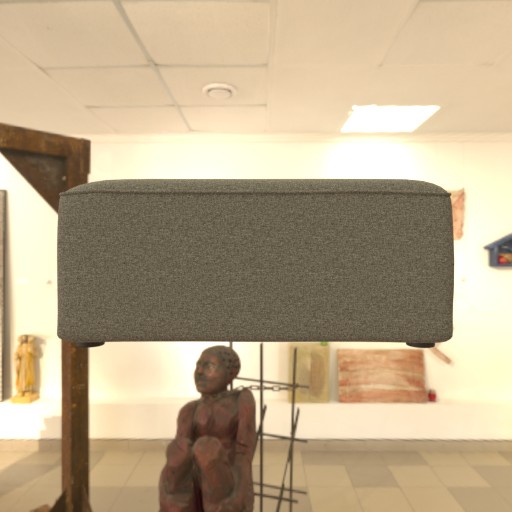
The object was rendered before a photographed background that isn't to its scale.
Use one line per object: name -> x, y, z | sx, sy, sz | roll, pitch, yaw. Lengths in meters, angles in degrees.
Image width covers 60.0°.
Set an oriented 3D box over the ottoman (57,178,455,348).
ottoman -> 0.000, 0.000, 1.598 | 1.005, 0.464, 1.015 | 0, 0, 0
